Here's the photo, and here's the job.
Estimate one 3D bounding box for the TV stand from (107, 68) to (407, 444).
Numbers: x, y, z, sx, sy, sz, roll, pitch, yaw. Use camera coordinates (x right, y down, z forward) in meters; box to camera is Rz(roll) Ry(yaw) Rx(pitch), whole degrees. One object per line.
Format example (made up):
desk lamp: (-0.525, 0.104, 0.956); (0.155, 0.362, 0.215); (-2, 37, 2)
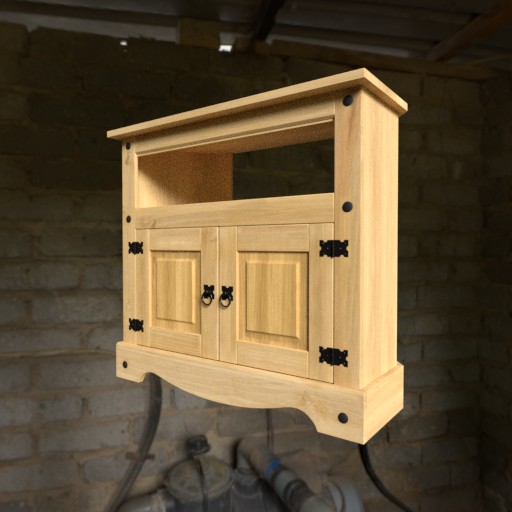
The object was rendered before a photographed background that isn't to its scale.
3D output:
TV stand: (0.000, 0.000, 1.328); (0.851, 0.781, 0.425); (1, 2, 36)
